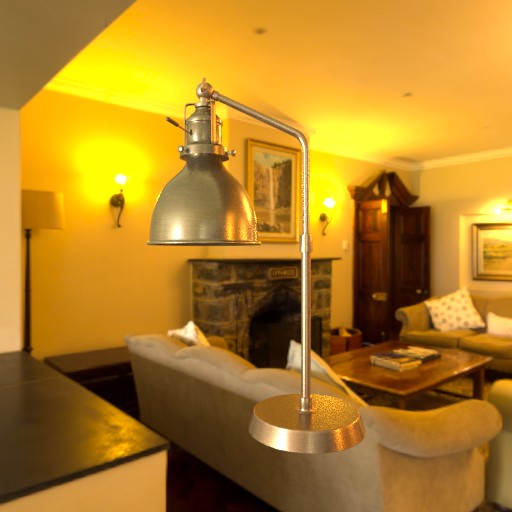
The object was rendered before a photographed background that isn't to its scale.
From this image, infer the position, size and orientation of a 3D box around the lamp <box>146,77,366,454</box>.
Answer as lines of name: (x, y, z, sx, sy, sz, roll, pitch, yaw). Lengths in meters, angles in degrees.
lamp: (0.000, 0.000, 0.586, 0.286, 0.456, 0.153, 0, 0, 0)
